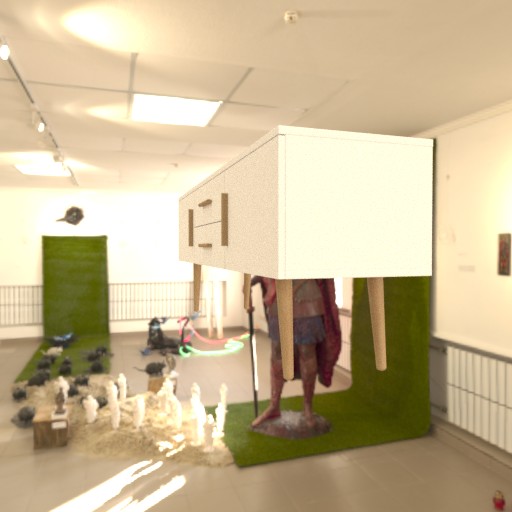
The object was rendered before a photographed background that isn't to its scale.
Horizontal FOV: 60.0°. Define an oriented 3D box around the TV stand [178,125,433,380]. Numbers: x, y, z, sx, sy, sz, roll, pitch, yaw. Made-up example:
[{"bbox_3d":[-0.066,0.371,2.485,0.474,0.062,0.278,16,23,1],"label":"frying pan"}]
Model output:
[{"bbox_3d":[0.000,0.000,1.628,0.401,0.560,1.398,0,1,-18],"label":"TV stand"}]
